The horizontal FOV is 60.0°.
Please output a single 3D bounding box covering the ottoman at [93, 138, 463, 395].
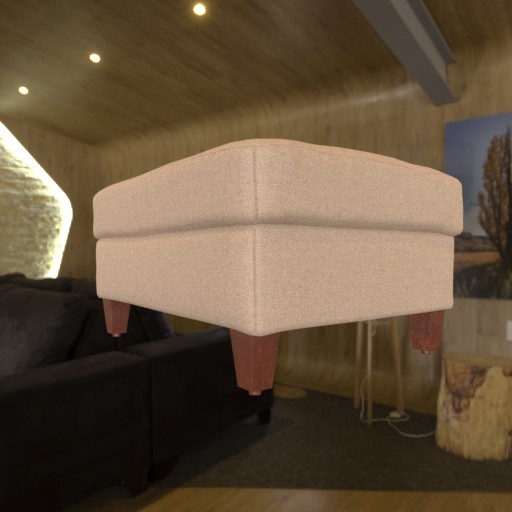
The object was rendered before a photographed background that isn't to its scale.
[{"bbox_3d":[0.000,0.000,1.285,0.692,0.511,0.902,0,0,-37],"label":"ottoman"}]
